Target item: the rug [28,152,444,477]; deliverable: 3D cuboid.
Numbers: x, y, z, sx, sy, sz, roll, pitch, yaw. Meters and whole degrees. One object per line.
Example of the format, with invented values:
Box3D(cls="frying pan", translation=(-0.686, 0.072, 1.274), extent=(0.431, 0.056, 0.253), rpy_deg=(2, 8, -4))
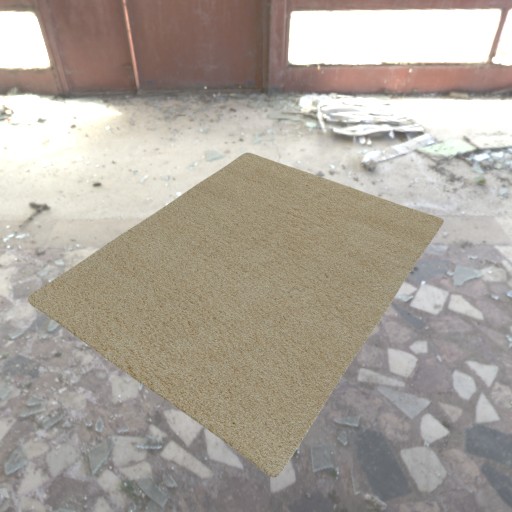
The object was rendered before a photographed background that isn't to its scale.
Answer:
Box3D(cls="rug", translation=(0.000, 0.000, 3.931), extent=(2.401, 0.025, 3.001), rpy_deg=(25, 47, 26))
